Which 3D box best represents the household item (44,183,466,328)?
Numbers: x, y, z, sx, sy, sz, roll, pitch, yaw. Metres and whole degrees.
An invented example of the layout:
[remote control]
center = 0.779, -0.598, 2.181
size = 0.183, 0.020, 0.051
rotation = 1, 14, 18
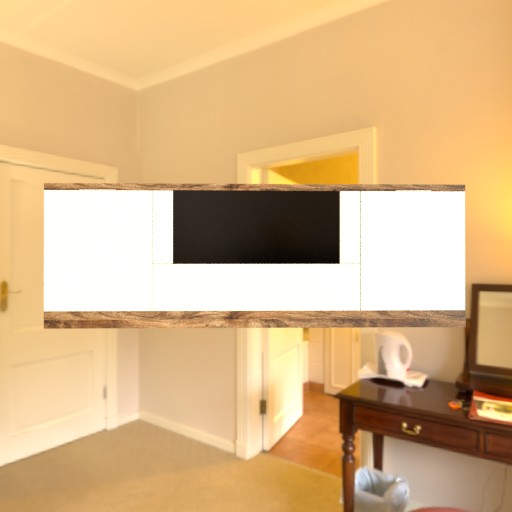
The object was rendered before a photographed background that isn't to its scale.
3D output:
[household item]
center = 0.000, 0.000, 2.071
size = 1.800, 0.615, 0.390
rotation = 0, 0, -1
